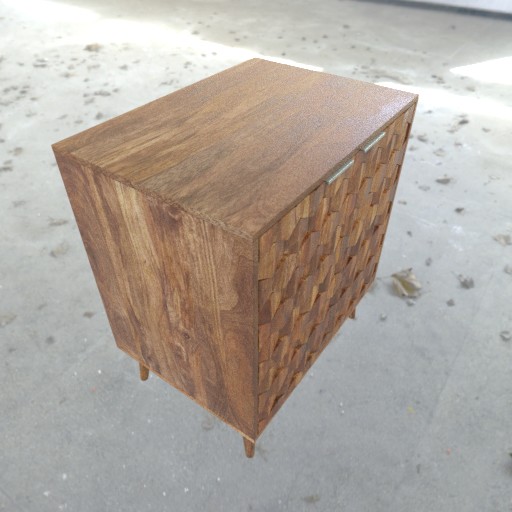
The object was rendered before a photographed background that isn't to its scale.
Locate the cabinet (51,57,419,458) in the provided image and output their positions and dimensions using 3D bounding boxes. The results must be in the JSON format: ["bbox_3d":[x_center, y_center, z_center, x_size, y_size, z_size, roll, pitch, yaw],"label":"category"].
[{"bbox_3d":[0.000,0.000,1.163,0.473,0.758,0.647,25,47,26],"label":"cabinet"}]
